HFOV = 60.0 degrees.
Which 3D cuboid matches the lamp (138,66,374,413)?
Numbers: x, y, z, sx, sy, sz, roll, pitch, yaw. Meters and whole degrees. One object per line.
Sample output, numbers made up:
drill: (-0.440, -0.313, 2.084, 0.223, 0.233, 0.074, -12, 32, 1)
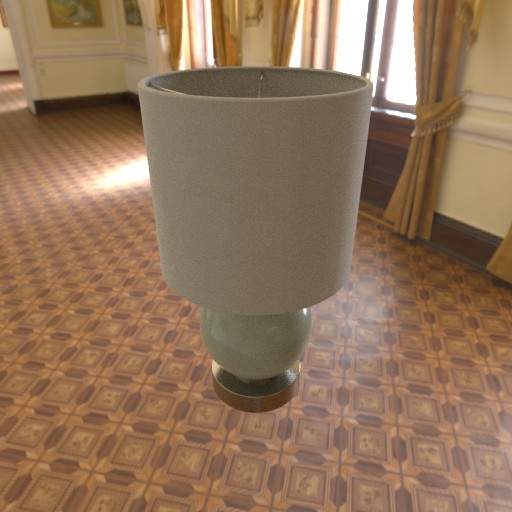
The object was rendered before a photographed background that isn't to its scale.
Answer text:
lamp: (0.000, 0.000, 0.471, 0.201, 0.353, 0.201, -10, 31, -18)
